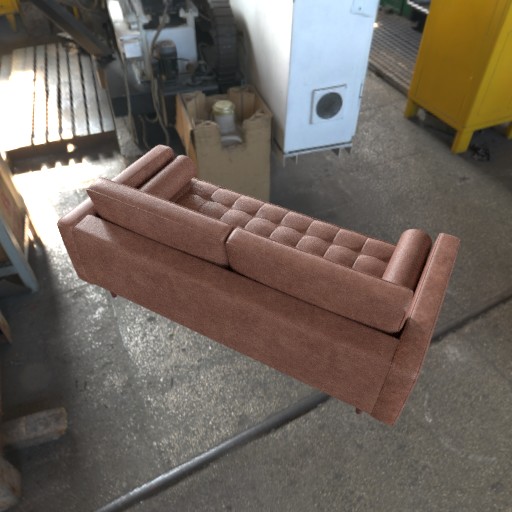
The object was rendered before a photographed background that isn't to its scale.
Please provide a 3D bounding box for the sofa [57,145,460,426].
[{"bbox_3d":[0.000,0.000,2.361,1.870,0.760,0.910,21,49,20],"label":"sofa"}]
